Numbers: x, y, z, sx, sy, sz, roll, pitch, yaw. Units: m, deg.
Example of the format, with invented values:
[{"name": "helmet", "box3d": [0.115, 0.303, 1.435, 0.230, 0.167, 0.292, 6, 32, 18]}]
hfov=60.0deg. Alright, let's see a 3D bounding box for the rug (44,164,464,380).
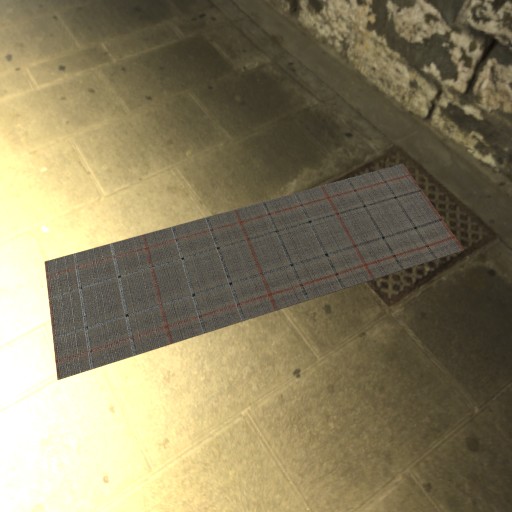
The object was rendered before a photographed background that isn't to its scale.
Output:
[{"name": "rug", "box3d": [0.000, 0.000, 2.696, 2.439, 0.008, 0.762, -16, 59, -10]}]
